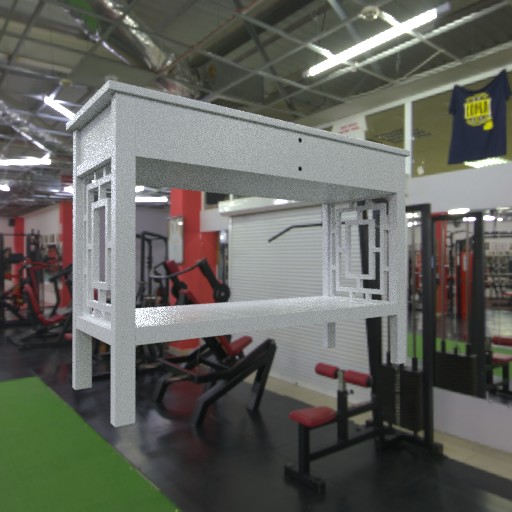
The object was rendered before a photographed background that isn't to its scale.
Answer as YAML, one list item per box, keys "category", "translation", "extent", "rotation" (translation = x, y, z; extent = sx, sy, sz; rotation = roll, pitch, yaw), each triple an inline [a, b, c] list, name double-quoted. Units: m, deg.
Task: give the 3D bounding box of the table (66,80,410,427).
- category: "table"
  translation: [0.000, 0.000, 1.424]
  extent: [1.068, 0.753, 0.397]
  rotation: [0, -1, -36]
